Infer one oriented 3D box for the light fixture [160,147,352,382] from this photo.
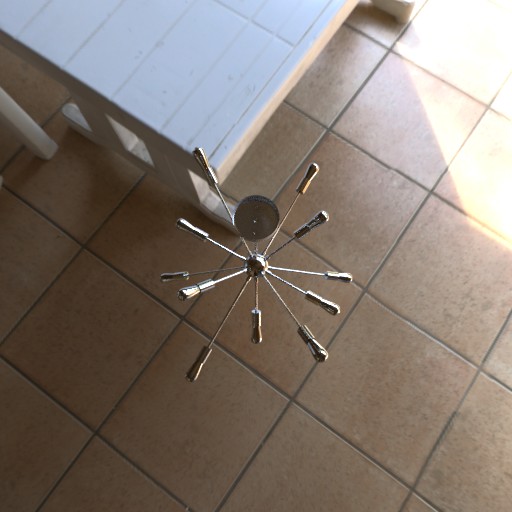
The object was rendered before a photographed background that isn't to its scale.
[{"bbox_3d":[0.000,0.000,1.079,0.509,0.558,0.684,29,77,7],"label":"light fixture"}]
